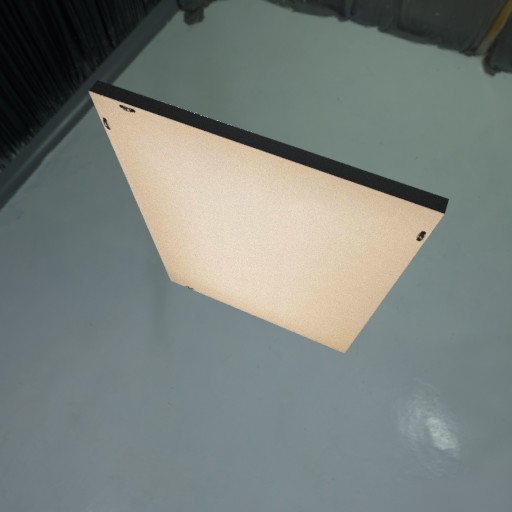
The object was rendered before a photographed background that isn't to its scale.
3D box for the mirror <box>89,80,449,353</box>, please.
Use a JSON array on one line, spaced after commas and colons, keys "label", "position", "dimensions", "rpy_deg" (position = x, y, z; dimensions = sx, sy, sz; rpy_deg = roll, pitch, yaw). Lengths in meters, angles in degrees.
[{"label": "mirror", "position": [0.000, 0.000, 1.333], "dimensions": [0.762, 1.016, 0.041], "rpy_deg": [21, 66, 10]}]
